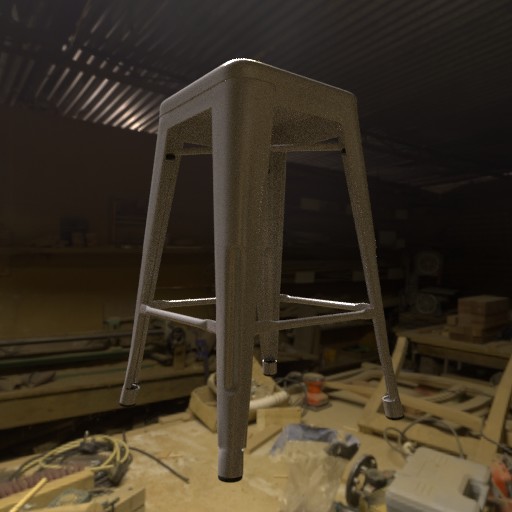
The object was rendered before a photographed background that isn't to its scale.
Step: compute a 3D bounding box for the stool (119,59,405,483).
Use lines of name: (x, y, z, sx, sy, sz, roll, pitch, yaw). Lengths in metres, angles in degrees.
stool: (0.000, 0.000, 0.866, 0.406, 0.610, 0.406, 0, 0, -37)
